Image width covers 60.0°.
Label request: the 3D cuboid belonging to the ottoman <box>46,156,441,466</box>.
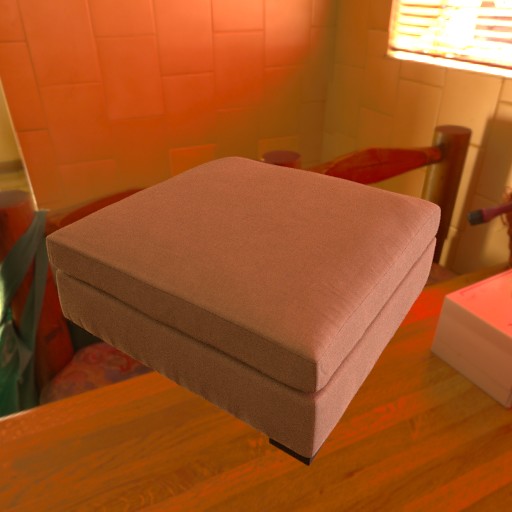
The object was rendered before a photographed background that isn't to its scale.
[{"bbox_3d":[0.000,0.000,1.845,1.203,0.517,1.171,19,36,29],"label":"ottoman"}]
